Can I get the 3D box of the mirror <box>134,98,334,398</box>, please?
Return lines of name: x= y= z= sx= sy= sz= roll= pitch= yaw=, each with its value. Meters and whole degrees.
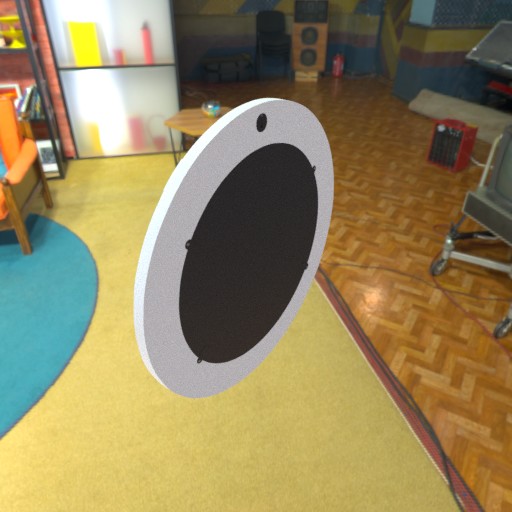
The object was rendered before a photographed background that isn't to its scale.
mirror: x=0.000 y=0.000 z=1.354 sx=0.038 sy=0.914 sz=0.914 roll=22 pitch=39 yaw=30
